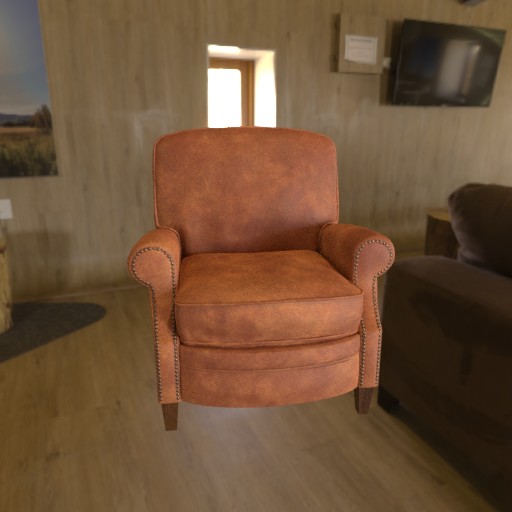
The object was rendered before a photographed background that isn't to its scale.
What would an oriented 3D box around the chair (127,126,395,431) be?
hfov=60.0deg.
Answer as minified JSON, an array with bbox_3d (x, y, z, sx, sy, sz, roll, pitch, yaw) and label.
[{"bbox_3d":[0.000,0.000,1.797,0.936,1.018,0.986,-2,16,-7],"label":"chair"}]
